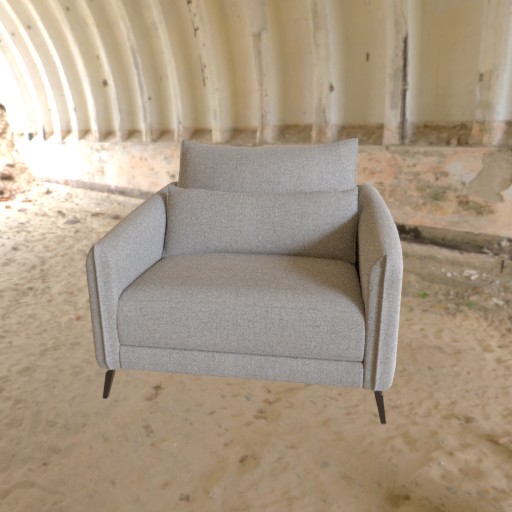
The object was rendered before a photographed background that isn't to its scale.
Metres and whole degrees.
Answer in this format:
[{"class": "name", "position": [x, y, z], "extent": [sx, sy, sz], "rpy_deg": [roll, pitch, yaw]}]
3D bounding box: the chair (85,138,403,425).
[{"class": "chair", "position": [0.000, 0.000, 1.675], "extent": [1.029, 0.856, 0.801], "rpy_deg": [2, 16, 8]}]
